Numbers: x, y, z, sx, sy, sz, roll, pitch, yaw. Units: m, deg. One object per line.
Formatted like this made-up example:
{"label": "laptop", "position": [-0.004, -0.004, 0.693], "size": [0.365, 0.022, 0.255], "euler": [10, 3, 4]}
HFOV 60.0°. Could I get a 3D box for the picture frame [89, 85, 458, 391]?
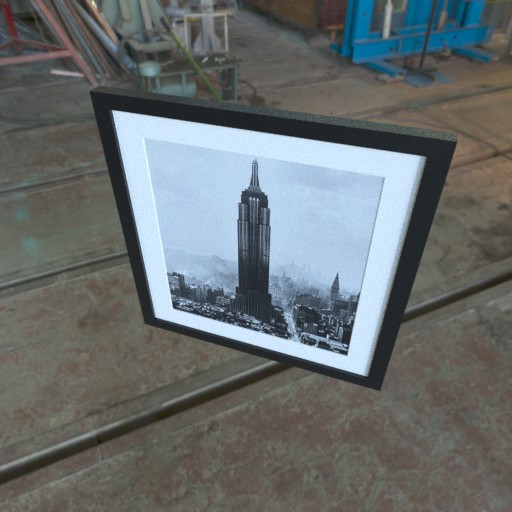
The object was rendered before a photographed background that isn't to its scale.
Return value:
{"label": "picture frame", "position": [0.000, 0.000, 0.829], "size": [0.559, 0.557, 0.029], "euler": [13, 41, 15]}
